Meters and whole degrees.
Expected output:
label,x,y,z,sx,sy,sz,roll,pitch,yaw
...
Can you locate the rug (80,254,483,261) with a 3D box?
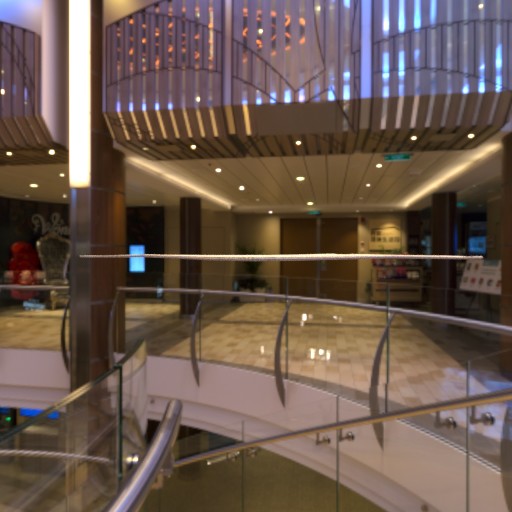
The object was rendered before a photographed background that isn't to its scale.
label,x,y,z,sx,sy,sz,roll,pitch,yaw
rug,0.000,0.000,4.346,2.467,0.046,3.245,0,0,-37
